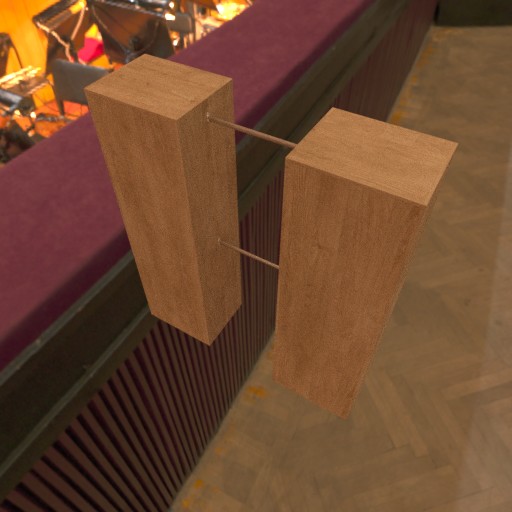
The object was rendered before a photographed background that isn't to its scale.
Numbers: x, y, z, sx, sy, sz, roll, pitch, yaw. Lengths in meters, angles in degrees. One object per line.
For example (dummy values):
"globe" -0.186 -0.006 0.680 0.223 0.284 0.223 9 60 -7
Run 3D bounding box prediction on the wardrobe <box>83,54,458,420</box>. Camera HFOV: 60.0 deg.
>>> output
"wardrobe" 0.000 0.000 2.839 1.770 2.000 0.480 24 52 20
